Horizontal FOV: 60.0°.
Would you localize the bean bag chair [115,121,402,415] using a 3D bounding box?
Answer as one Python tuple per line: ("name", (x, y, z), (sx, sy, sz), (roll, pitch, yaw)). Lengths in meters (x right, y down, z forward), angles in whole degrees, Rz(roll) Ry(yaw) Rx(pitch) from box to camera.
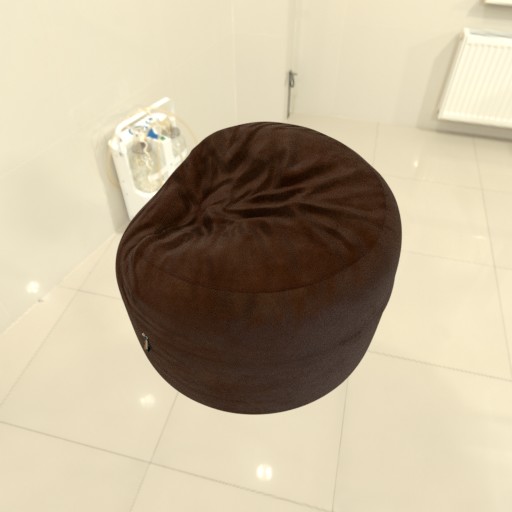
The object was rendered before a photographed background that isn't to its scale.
("bean bag chair", (0.000, 0.000, 1.513), (0.918, 0.616, 0.918), (0, 46, 0))
